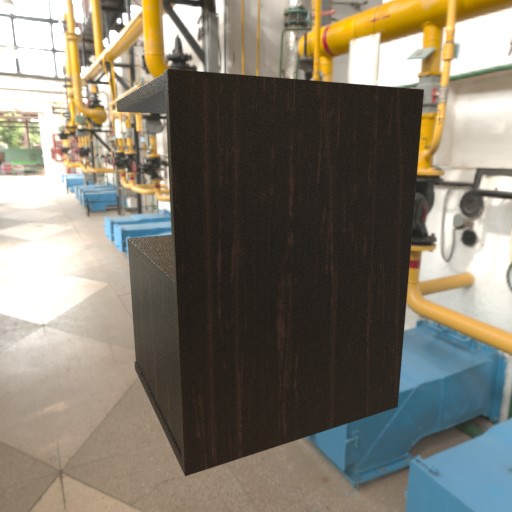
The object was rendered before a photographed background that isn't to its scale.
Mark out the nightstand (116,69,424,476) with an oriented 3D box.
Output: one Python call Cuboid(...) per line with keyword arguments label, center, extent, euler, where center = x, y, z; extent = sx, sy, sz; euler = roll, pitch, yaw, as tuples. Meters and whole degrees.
Cuboid(label="nightstand", center=(0.000, 0.000, 0.813), extent=(0.400, 0.559, 0.356), euler=(-6, 15, -25))
